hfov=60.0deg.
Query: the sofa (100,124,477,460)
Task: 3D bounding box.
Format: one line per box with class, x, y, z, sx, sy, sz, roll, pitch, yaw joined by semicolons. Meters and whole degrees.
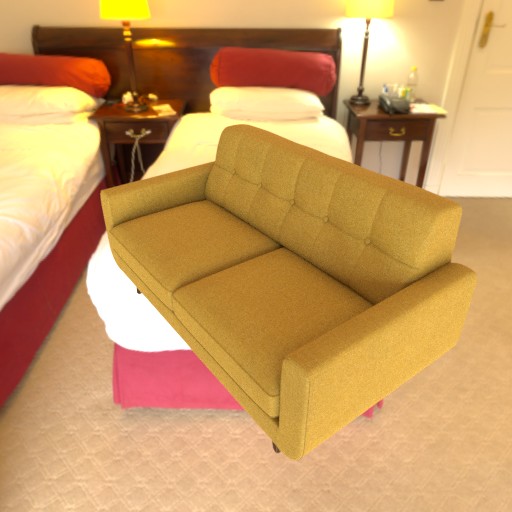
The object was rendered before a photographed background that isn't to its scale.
sofa;0.000;0.000;2.078;0.909;0.841;1.631;-21;38;-31
